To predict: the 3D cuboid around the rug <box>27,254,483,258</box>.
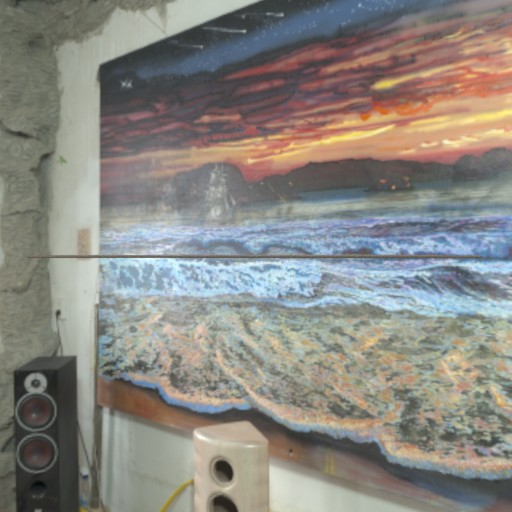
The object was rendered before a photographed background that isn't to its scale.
[{"bbox_3d":[0.000,0.000,2.150,1.677,0.011,1.066,0,0,2],"label":"rug"}]
